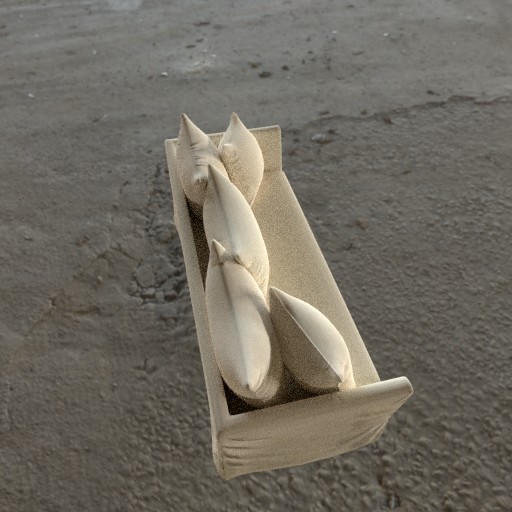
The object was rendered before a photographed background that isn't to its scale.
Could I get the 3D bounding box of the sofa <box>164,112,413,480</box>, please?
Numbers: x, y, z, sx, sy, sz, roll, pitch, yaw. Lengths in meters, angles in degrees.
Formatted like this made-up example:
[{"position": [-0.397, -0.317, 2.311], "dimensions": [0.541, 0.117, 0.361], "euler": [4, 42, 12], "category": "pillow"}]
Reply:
[{"position": [0.000, 0.000, 3.042], "dimensions": [1.030, 1.042, 2.484], "euler": [-10, 48, -9], "category": "sofa"}]
